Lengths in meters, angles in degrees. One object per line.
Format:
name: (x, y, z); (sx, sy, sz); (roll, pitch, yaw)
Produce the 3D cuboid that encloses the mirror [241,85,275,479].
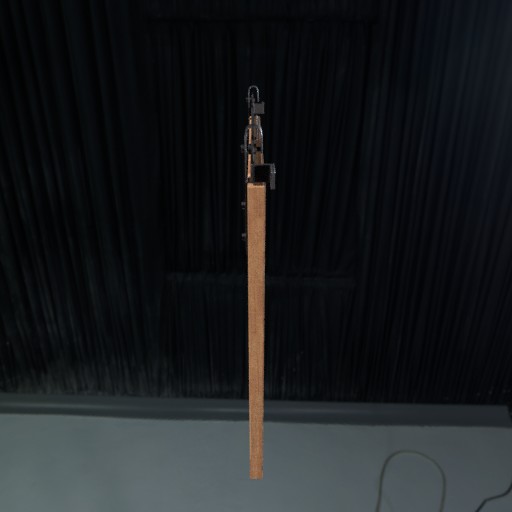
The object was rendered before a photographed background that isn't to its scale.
mirror: (0.000, 0.000, 1.190); (0.054, 0.800, 0.805); (0, 26, 0)
